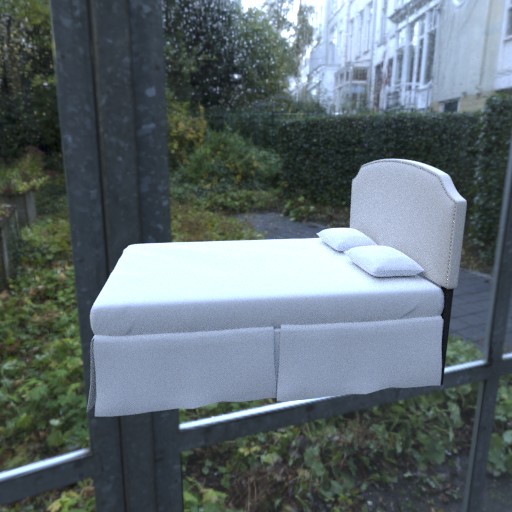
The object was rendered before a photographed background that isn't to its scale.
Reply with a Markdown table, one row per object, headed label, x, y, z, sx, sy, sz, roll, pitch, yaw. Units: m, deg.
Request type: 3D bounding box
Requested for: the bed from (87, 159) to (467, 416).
| label | x | y | z | sx | sy | sz | roll | pitch | yaw |
| --- | --- | --- | --- | --- | --- | --- | --- | --- | --- |
| bed | 0.000 | 0.000 | 2.991 | 1.999 | 1.270 | 1.558 | -2 | 14 | -8 |
